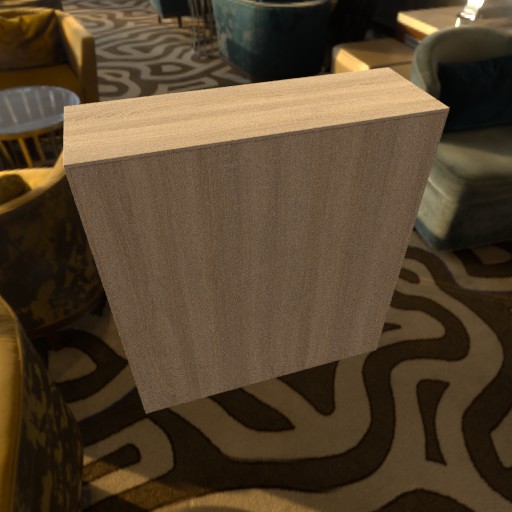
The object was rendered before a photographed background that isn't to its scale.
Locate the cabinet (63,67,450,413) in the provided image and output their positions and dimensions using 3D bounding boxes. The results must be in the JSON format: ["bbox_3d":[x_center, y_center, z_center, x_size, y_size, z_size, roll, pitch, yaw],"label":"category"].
[{"bbox_3d":[0.000,0.000,2.957,1.870,2.060,0.620,-12,44,-13],"label":"cabinet"}]
